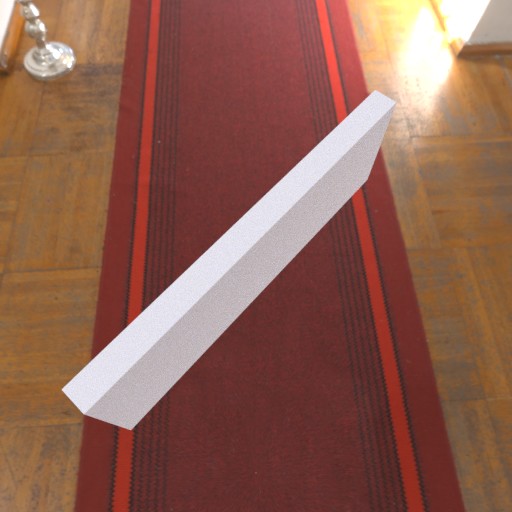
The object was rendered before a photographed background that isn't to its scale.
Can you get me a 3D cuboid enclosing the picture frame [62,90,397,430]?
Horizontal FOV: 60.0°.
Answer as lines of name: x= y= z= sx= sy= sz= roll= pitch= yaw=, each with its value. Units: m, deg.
picture frame: x=0.000 y=0.000 z=0.846 sx=0.050 sy=0.250 sz=0.759 roll=39 pitch=70 yaw=17
